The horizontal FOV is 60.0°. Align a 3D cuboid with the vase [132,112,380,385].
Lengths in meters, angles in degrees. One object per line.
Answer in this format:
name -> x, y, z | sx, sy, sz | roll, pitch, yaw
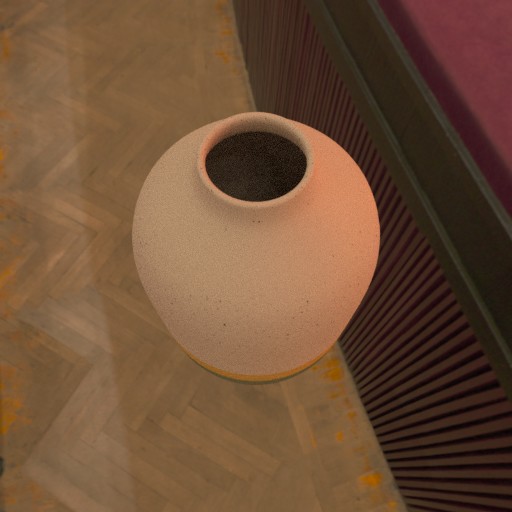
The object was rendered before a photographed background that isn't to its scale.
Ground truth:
vase -> 0.000, 0.000, 0.341 | 0.169, 0.240, 0.169 | 0, 64, 0
